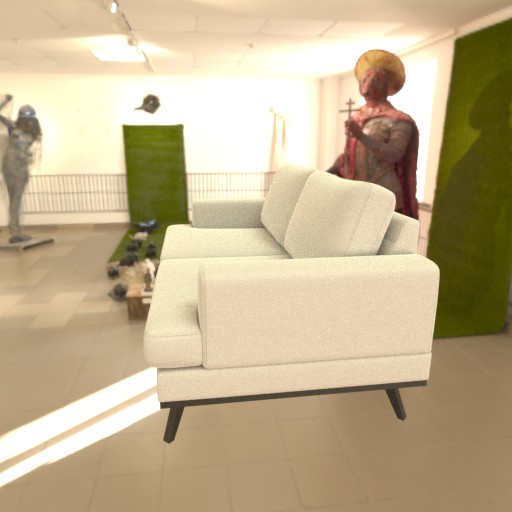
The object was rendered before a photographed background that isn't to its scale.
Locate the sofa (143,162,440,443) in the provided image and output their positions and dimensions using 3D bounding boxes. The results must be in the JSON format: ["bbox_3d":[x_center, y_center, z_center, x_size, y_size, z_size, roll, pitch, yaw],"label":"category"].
[{"bbox_3d":[0.000,0.000,2.120,0.920,0.810,1.650,-2,15,-8],"label":"sofa"}]
